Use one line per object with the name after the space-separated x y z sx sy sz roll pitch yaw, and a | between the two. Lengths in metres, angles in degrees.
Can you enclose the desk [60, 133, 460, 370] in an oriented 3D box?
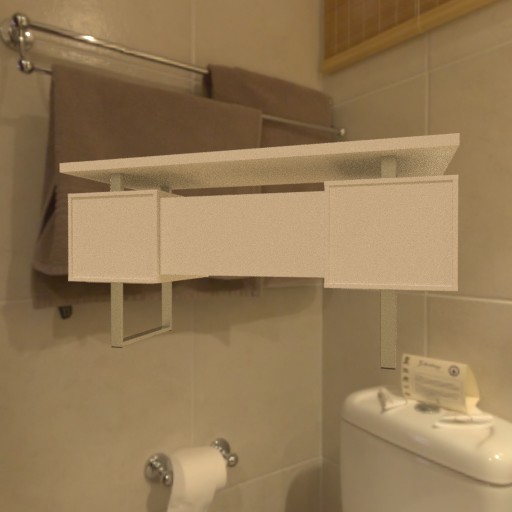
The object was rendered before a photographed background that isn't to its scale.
0.000 0.000 1.902 1.530 0.773 0.603 0 1 18 | desk
